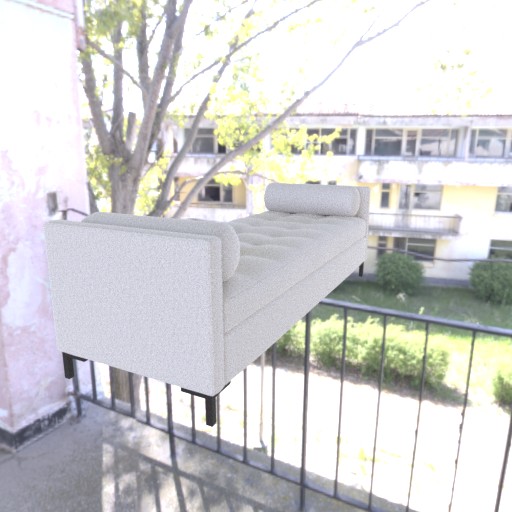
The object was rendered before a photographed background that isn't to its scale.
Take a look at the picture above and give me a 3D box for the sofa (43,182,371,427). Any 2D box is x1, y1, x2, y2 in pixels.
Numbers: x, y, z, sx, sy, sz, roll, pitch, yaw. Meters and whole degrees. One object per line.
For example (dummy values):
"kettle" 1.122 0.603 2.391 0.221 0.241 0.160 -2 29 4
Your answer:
"sofa" 0.000 0.000 2.356 0.746 0.641 1.985 7 16 27
